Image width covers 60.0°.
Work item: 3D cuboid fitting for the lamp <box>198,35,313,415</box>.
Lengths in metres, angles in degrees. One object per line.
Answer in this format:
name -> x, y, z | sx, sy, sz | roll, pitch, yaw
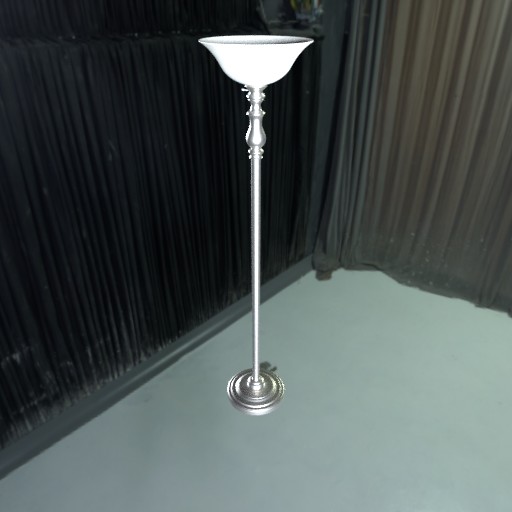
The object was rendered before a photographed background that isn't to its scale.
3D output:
lamp -> 0.000, 0.000, 2.014 | 0.405, 1.771, 0.405 | 21, 36, 31
